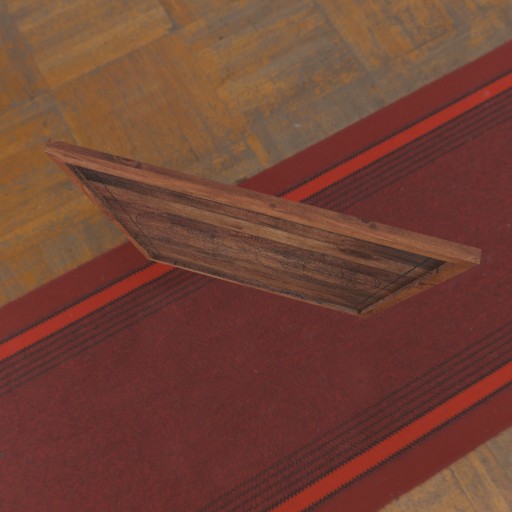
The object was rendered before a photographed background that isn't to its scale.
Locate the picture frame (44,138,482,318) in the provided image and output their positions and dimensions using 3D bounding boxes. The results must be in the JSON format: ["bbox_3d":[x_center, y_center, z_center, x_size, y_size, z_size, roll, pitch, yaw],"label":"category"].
[{"bbox_3d":[0.000,0.000,1.190,0.810,0.817,0.029,15,76,4],"label":"picture frame"}]
